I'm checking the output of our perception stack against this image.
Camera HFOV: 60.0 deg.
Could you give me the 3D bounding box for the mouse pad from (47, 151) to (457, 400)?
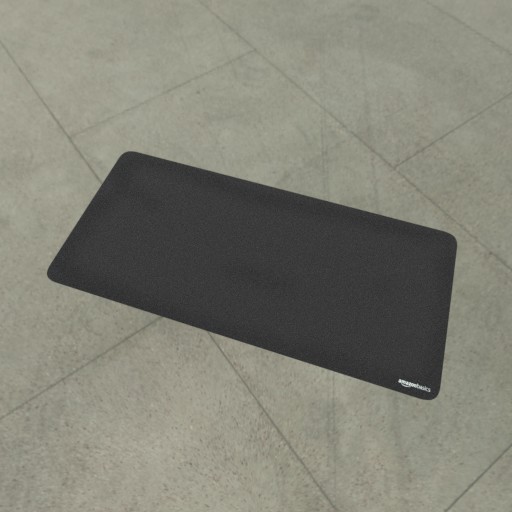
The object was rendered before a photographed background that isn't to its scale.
[{"bbox_3d":[0.000,0.000,1.058,0.907,0.003,0.424,16,61,9],"label":"mouse pad"}]
